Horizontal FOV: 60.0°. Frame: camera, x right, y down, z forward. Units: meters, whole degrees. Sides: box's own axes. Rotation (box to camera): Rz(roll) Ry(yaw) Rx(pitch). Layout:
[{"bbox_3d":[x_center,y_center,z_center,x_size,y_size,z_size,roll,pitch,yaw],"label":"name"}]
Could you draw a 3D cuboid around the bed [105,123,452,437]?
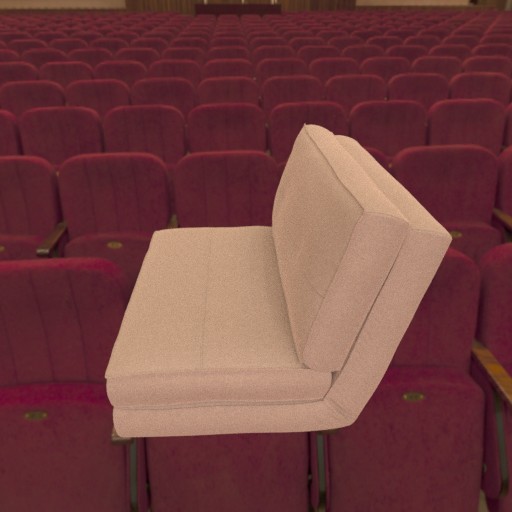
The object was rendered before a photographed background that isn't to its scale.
[{"bbox_3d":[0.000,0.000,1.300,0.749,0.614,0.799,-1,29,-3],"label":"bed"}]
